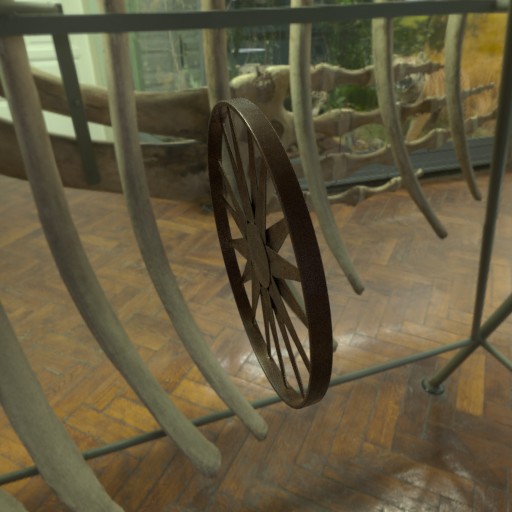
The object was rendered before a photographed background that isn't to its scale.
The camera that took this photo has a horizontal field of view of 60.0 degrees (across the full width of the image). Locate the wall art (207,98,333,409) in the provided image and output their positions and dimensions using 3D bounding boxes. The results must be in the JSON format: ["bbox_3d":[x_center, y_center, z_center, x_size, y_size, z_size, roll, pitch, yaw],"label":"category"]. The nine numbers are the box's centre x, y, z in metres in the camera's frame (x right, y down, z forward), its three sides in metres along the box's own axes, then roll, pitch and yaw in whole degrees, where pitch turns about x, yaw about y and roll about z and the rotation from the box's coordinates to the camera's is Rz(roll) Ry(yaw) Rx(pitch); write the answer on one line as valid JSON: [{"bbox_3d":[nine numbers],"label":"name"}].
[{"bbox_3d":[0.000,0.000,0.863,0.084,0.583,0.582,-10,32,-16],"label":"wall art"}]
